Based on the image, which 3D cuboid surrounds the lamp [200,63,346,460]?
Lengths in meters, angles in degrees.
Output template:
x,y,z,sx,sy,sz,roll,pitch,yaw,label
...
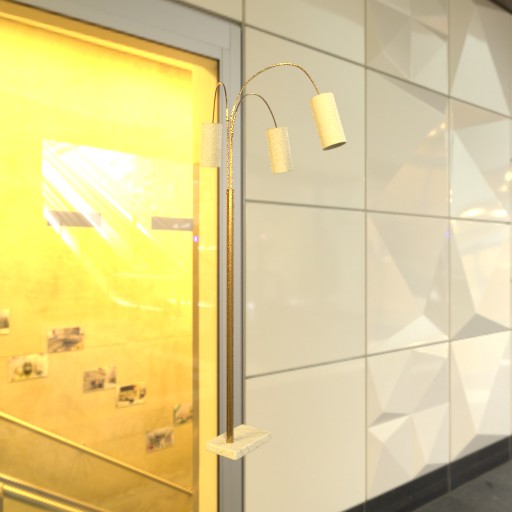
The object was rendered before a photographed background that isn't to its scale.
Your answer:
x,y,z,sx,sy,sz,roll,pitch,yaw,label
0.000,0.000,2.562,1.020,2.055,0.667,0,0,36,lamp
